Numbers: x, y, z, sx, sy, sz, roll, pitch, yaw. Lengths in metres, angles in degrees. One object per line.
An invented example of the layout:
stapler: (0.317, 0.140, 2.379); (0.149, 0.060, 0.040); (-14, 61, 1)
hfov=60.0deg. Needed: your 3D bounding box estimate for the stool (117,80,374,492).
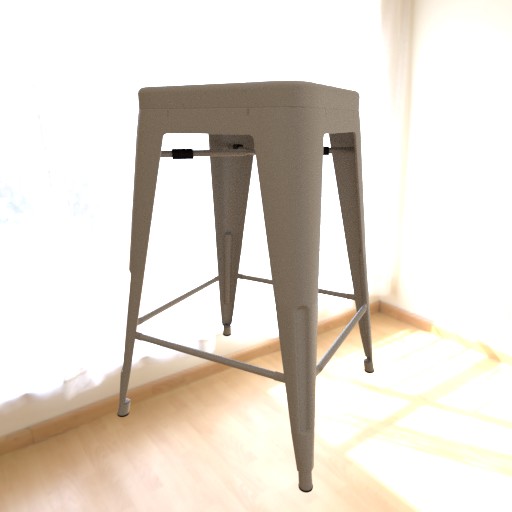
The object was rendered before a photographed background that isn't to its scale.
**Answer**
stool: (0.000, 0.000, 0.863); (0.410, 0.608, 0.410); (9, 19, 27)
